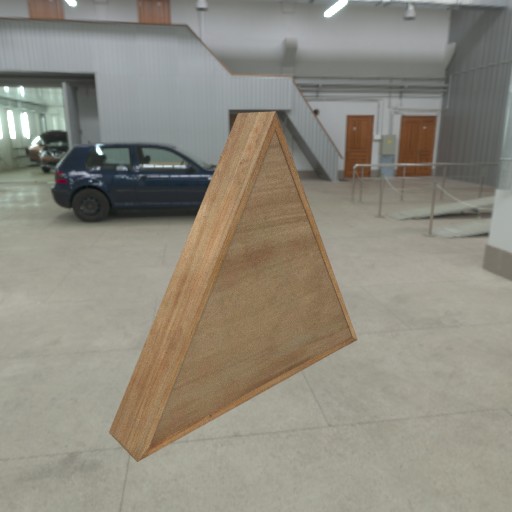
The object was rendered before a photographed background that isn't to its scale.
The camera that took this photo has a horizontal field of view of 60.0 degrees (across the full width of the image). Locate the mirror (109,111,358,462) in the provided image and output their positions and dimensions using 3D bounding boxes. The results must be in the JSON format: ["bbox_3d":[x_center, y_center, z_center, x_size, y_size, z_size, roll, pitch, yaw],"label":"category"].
[{"bbox_3d":[0.000,0.000,0.888,0.631,0.548,0.100,-14,21,-42],"label":"mirror"}]
